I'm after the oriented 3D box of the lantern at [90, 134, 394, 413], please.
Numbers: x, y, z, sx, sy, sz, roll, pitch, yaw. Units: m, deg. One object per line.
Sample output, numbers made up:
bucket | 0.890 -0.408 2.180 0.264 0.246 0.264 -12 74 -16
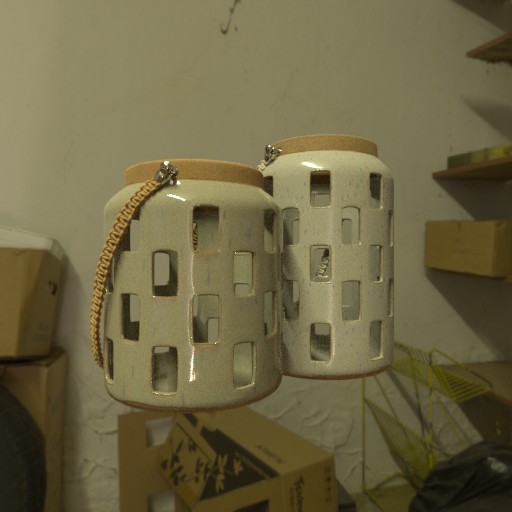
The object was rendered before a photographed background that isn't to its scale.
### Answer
lantern | 0.000 0.000 0.480 0.347 0.255 0.184 0 0 -36
